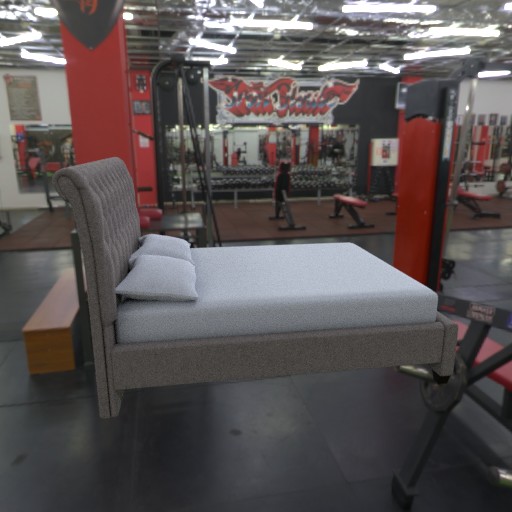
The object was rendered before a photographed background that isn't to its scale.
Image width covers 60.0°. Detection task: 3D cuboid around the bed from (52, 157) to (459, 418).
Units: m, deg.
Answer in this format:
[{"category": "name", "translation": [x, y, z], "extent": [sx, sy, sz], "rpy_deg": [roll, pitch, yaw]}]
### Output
[{"category": "bed", "translation": [0.000, 0.000, 3.235], "extent": [2.252, 1.371, 1.645], "rpy_deg": [-2, 15, -9]}]
